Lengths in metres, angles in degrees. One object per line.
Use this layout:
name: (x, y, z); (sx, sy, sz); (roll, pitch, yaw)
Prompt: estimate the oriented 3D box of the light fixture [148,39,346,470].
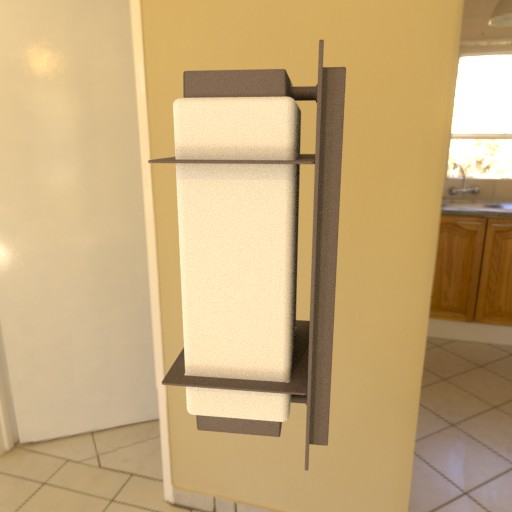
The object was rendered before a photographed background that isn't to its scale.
light fixture: (0.000, 0.000, 0.423); (0.146, 0.347, 0.153); (2, 15, 7)
